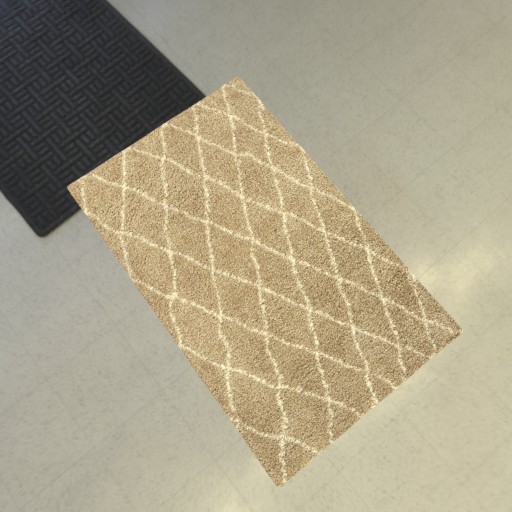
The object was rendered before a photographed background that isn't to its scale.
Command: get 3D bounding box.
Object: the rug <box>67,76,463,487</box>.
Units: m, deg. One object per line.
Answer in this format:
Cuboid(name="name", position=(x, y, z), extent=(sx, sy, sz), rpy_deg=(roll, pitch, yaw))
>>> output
Cuboid(name="rug", position=(0.000, 0.000, 3.007), extent=(1.524, 0.030, 2.438), rpy_deg=(-36, 77, -9))
